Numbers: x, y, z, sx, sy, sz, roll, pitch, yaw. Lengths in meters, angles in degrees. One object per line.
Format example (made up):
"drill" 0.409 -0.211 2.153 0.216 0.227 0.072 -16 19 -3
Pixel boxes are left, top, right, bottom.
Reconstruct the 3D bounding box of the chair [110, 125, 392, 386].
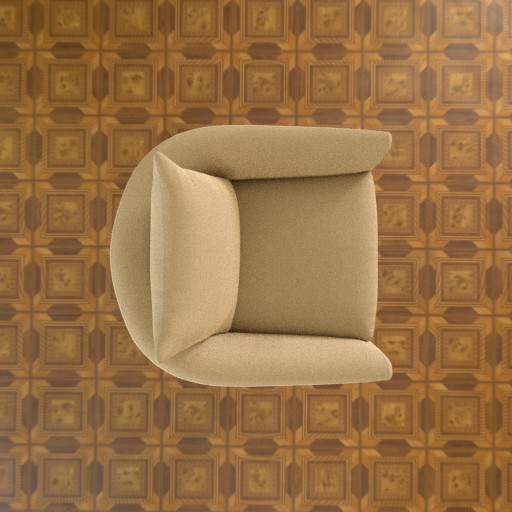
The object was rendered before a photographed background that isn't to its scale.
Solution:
"chair" 0.000 0.000 1.614 0.910 0.848 0.845 0 90 1
